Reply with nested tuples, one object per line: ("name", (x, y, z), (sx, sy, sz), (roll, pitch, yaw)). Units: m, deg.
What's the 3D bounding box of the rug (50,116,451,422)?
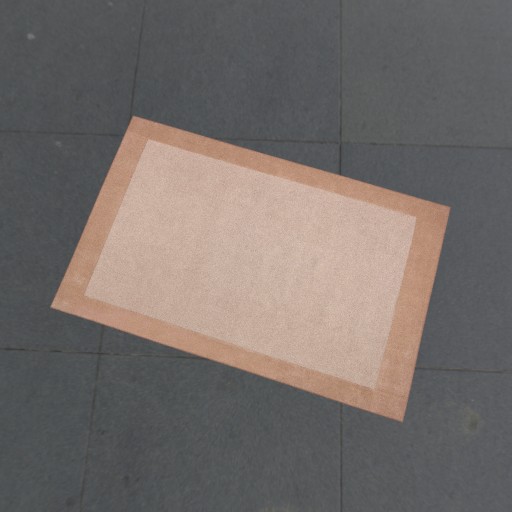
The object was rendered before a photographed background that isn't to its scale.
("rug", (0.000, 0.000, 3.085), (2.438, 0.014, 1.524), (17, 77, 4))
